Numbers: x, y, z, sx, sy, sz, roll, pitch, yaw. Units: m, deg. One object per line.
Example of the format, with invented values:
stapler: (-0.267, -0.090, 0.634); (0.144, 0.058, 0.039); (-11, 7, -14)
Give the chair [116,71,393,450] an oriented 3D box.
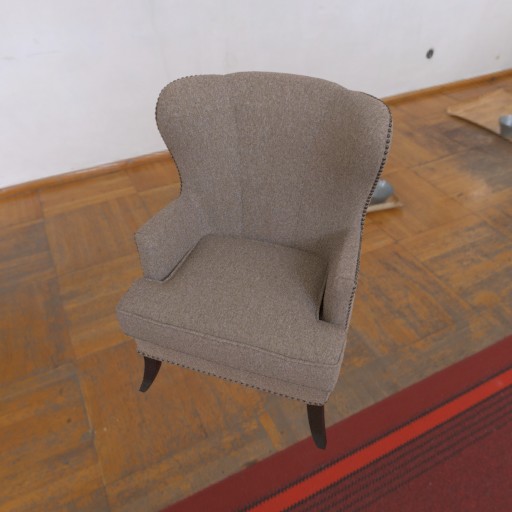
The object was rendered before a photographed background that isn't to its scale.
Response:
chair: (0.000, 0.000, 1.589); (0.759, 1.060, 0.758); (12, 42, 14)
